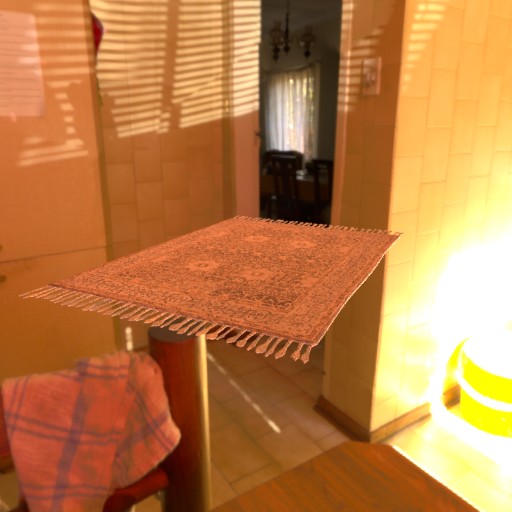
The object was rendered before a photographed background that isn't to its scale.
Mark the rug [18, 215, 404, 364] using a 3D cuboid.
[{"bbox_3d":[0.000,0.000,3.063,1.619,0.023,2.465,8,18,25],"label":"rug"}]
